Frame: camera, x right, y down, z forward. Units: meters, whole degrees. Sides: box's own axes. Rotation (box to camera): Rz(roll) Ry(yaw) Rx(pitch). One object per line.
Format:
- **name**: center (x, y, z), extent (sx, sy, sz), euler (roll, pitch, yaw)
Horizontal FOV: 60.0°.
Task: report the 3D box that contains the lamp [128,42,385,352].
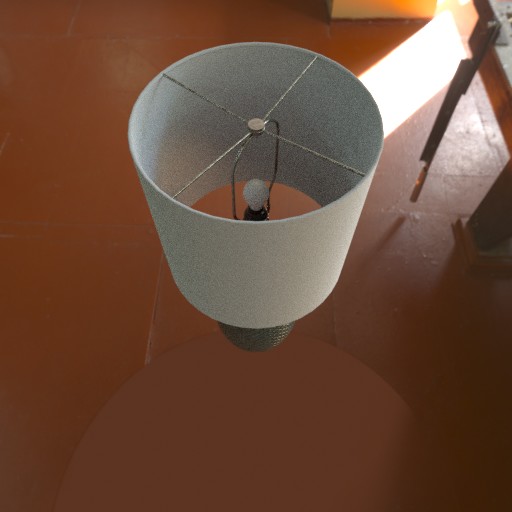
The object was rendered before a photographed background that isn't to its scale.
- **lamp**: center (0.000, 0.000, 0.571), extent (0.217, 0.453, 0.217), euler (32, 64, 17)
